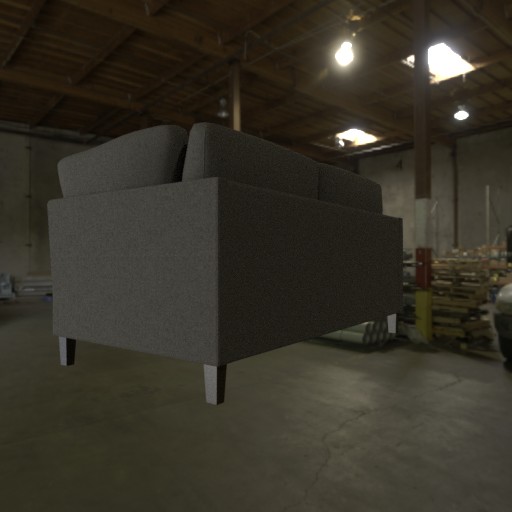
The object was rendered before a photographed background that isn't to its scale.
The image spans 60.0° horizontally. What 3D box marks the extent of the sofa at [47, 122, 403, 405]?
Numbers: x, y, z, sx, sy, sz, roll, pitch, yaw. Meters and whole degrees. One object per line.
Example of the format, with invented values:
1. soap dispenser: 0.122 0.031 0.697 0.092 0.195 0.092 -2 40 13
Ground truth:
1. sofa: 0.000 0.000 2.288 0.969 0.920 1.751 0 0 36
